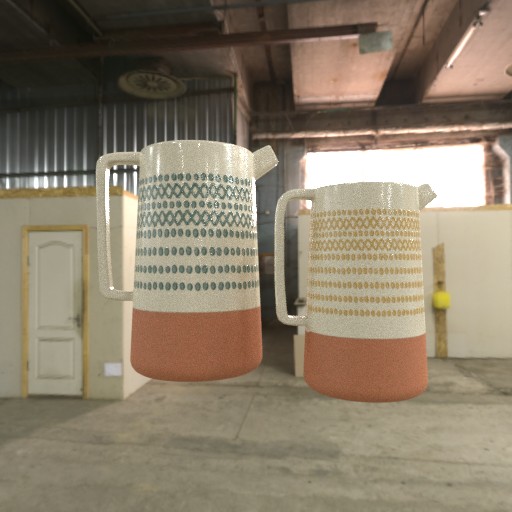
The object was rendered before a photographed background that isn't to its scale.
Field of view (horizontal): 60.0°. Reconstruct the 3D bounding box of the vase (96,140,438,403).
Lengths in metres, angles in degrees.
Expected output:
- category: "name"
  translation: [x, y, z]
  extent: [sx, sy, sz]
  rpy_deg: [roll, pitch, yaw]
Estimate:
- category: "vase"
  translation: [0.000, 0.000, 0.457]
  extent: [0.326, 0.247, 0.168]
  rpy_deg: [0, -1, 35]
